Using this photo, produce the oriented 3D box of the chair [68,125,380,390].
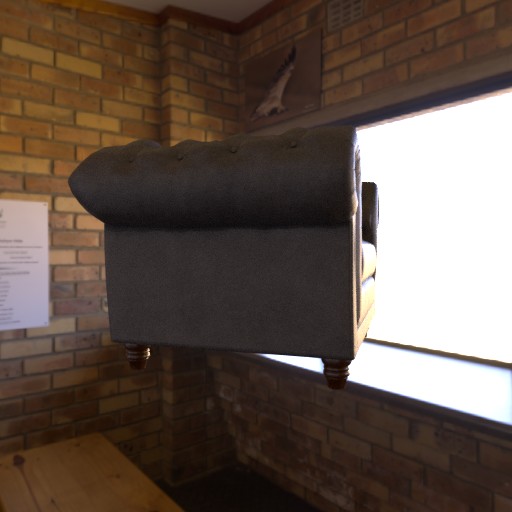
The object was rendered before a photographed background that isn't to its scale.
[{"bbox_3d":[0.000,0.000,1.856,0.943,0.780,1.298,0,1,18],"label":"chair"}]
